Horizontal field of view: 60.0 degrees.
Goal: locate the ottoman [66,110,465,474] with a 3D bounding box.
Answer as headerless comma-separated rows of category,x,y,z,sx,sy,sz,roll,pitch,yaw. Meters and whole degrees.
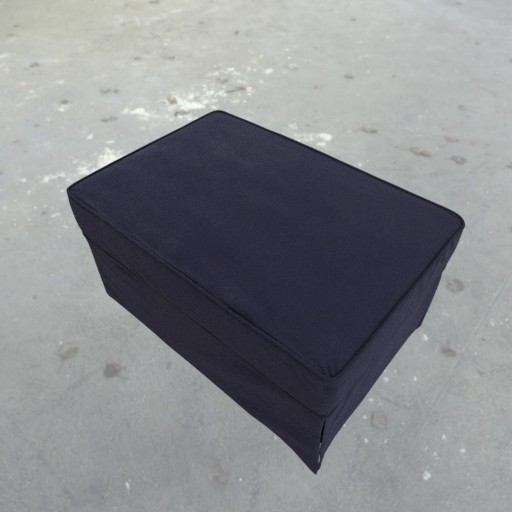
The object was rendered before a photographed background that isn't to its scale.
ottoman,0.000,0.000,1.322,0.938,0.503,0.637,32,53,27
